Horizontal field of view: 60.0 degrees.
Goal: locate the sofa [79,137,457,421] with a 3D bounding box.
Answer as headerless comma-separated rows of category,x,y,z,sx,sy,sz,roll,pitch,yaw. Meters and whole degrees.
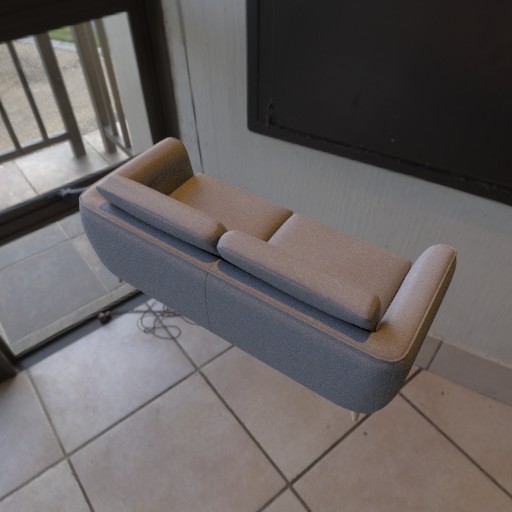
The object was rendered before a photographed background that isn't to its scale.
sofa,0.000,0.000,2.602,2.000,0.870,0.920,26,52,22
